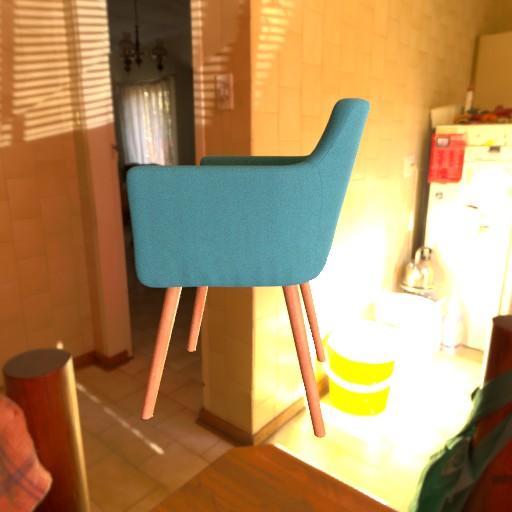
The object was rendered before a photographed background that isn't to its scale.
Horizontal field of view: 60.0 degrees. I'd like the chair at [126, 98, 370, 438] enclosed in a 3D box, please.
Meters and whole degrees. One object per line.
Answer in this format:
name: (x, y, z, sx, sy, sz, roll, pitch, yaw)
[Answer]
chair: (0.000, 0.000, 1.180, 0.540, 0.780, 0.570, 2, 15, 9)
